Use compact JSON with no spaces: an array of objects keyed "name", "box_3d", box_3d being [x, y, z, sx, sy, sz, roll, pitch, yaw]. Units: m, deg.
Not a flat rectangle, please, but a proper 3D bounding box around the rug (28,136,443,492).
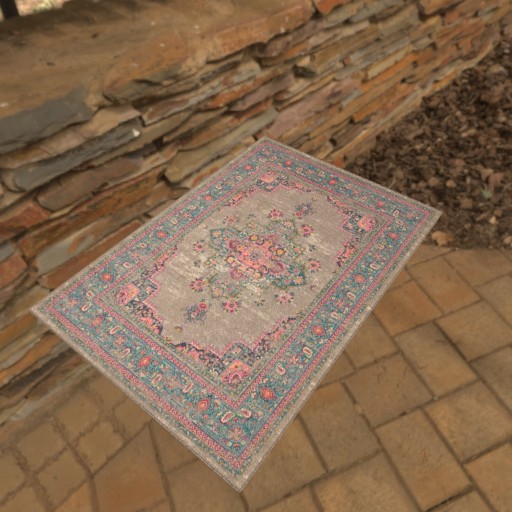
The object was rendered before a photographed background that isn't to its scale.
[{"name":"rug","box_3d":[0.000,0.000,3.609,2.005,0.013,2.890,30,54,24]}]
